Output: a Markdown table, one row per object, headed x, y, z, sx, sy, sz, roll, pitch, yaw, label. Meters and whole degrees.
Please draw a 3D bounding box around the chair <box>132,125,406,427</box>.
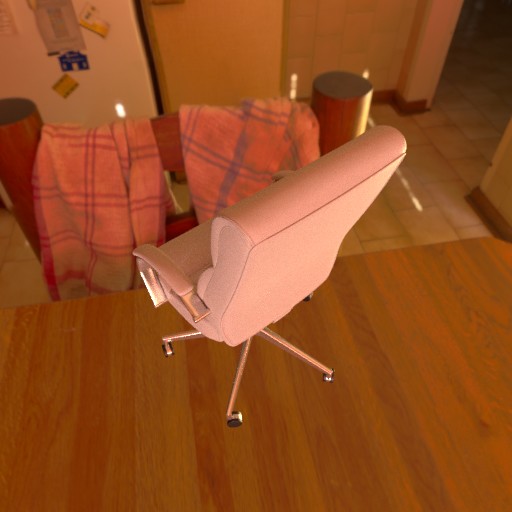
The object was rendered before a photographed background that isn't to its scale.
| x | y | z | sx | sy | sz | roll | pitch | yaw | label |
| --- | --- | --- | --- | --- | --- | --- | --- | --- | --- |
| 0.000 | 0.000 | 1.588 | 0.727 | 1.099 | 0.745 | -32 | 55 | -27 | chair |
